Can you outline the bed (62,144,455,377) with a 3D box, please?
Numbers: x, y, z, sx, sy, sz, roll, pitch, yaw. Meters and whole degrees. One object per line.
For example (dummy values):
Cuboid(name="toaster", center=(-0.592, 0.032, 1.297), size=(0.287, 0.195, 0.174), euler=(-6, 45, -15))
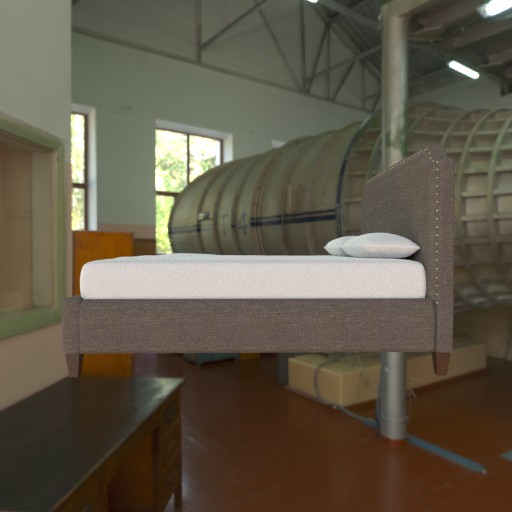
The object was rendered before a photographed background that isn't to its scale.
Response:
Cuboid(name="bed", center=(0.000, 0.000, 3.521), size=(2.381, 1.457, 1.713), euler=(0, 1, -1))
